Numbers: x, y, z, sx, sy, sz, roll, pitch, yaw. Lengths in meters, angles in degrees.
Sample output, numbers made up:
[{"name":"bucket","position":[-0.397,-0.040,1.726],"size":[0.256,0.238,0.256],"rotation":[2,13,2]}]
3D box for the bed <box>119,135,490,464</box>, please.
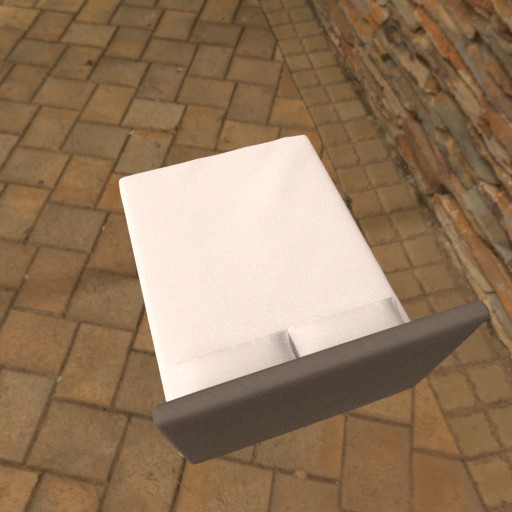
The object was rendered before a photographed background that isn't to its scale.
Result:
[{"name":"bed","position":[0.000,0.000,3.057],"size":[1.723,1.330,2.142],"rotation":[-16,59,-10]}]
